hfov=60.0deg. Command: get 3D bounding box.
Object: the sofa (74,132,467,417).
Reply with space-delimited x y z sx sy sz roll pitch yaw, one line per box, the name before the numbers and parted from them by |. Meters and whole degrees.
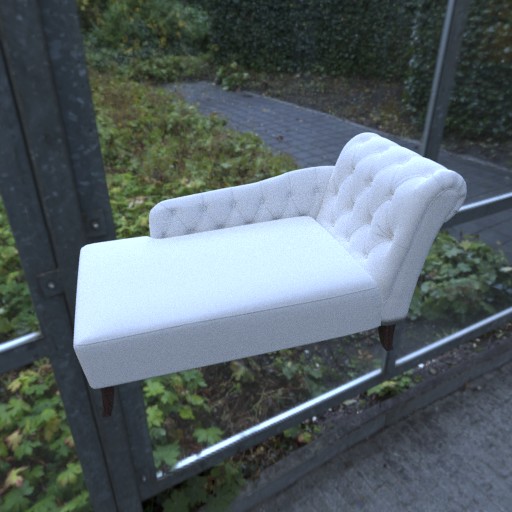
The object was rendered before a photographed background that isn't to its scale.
sofa | 0.000 0.000 1.794 1.379 0.787 0.675 -9 31 -15
